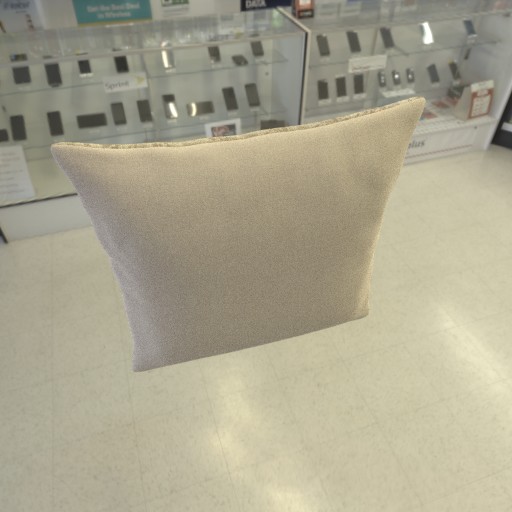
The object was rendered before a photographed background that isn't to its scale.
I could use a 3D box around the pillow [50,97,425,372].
[{"bbox_3d":[0.000,0.000,0.767,0.523,0.510,0.166,-11,44,-12],"label":"pillow"}]
